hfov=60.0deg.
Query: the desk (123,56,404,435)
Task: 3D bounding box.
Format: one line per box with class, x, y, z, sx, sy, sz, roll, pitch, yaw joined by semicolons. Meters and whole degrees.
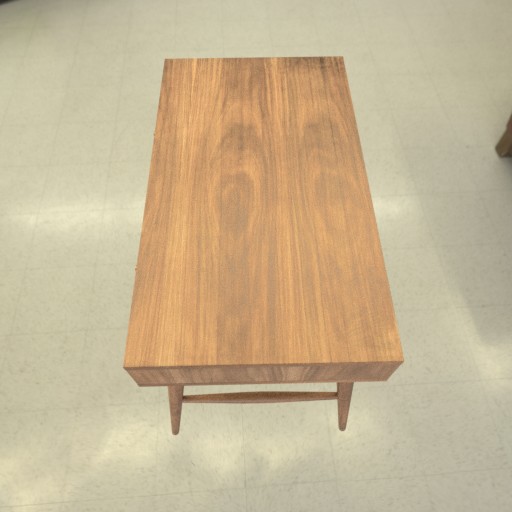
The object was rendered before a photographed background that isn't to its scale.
desk;0.000;0.000;1.421;0.588;0.758;0.949;-1;59;-1
